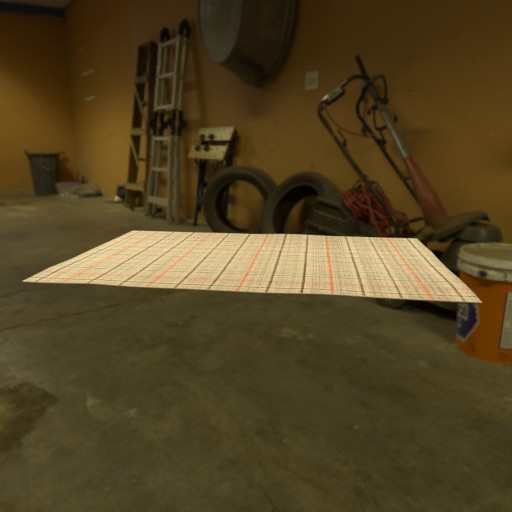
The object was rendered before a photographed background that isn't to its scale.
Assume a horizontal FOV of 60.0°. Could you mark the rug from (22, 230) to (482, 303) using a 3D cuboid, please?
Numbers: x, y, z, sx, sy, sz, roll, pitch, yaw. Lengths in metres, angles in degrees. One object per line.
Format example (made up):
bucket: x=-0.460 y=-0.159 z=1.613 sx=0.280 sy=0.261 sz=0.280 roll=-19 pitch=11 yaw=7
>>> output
rug: x=0.000 y=0.000 z=3.051 sx=2.439 sy=0.015 sz=1.524 roll=2 pitch=14 yaw=8
